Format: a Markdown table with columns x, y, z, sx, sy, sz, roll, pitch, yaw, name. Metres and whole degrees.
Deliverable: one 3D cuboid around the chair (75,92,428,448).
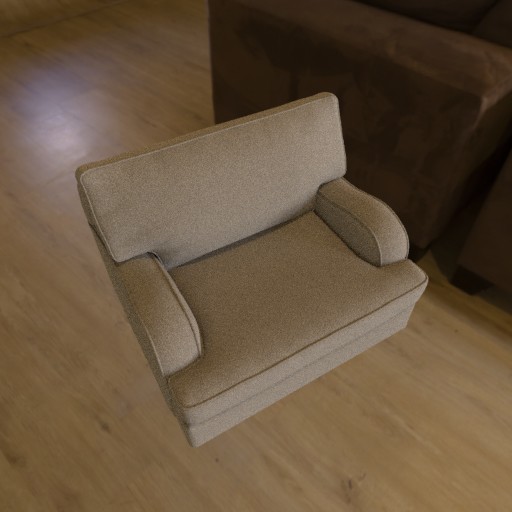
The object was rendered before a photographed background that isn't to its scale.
| x | y | z | sx | sy | sz | roll | pitch | yaw | name |
| --- | --- | --- | --- | --- | --- | --- | --- | --- | --- |
| 0.000 | 0.000 | 2.015 | 1.220 | 1.016 | 1.040 | -23 | 51 | -20 | chair |
